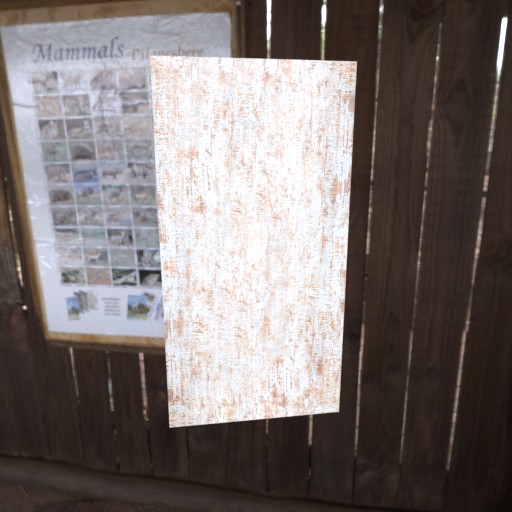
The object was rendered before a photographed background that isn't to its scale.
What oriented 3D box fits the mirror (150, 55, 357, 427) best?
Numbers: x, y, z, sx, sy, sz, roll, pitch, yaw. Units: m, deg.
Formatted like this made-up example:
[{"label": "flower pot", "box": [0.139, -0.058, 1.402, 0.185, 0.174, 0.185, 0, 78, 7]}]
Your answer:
[{"label": "mirror", "box": [0.000, 0.000, 1.122, 0.472, 0.922, 0.027, -2, 14, -9]}]
